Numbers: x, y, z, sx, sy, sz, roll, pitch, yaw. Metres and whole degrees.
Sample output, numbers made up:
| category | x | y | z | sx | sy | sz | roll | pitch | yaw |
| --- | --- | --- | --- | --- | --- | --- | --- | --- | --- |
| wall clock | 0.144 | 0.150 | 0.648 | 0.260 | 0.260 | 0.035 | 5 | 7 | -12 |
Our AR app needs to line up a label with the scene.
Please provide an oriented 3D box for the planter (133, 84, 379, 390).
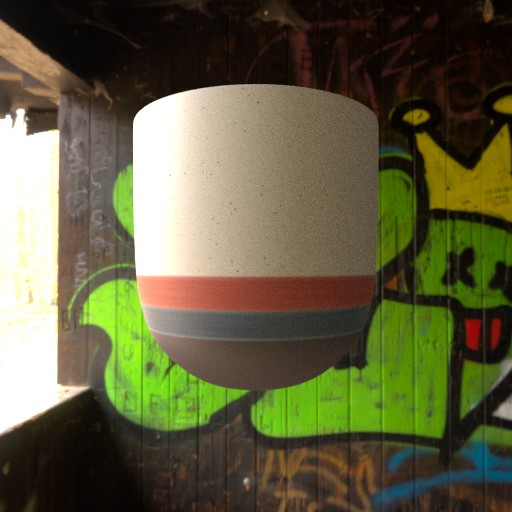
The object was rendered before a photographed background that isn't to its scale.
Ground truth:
| category | x | y | z | sx | sy | sz | roll | pitch | yaw |
| --- | --- | --- | --- | --- | --- | --- | --- | --- | --- |
| planter | 0.000 | 0.000 | 0.380 | 0.204 | 0.214 | 0.204 | 0 | -1 | 0 |
